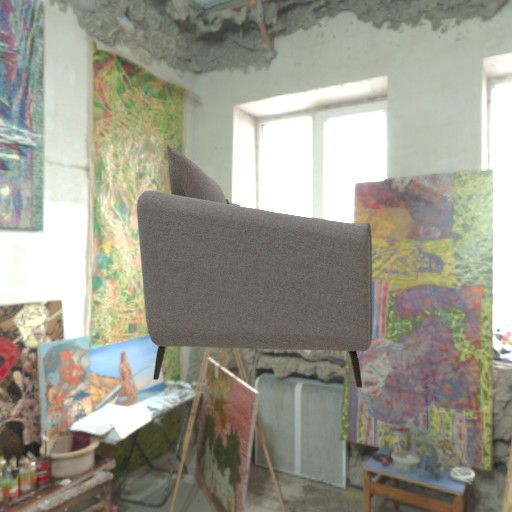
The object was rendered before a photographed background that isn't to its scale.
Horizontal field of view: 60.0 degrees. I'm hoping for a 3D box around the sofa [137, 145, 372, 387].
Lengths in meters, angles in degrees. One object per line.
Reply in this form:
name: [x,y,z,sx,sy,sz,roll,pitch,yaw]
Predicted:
sofa: [0.000,0.000,2.446,0.809,0.833,2.022,0,1,1]
